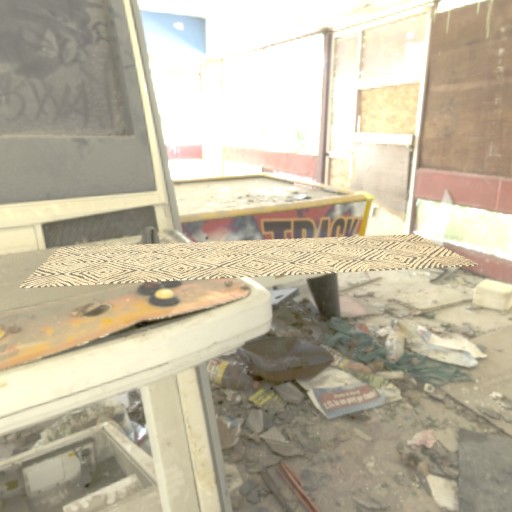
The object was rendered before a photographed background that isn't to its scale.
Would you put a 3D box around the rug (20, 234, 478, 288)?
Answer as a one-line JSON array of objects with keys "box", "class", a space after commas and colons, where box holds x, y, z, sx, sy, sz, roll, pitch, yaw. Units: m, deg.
[{"box": [0.000, 0.000, 2.491, 2.277, 0.008, 0.676, -2, 17, -8], "class": "rug"}]
